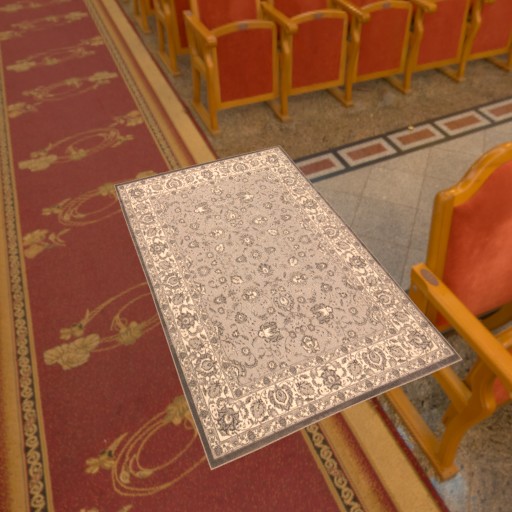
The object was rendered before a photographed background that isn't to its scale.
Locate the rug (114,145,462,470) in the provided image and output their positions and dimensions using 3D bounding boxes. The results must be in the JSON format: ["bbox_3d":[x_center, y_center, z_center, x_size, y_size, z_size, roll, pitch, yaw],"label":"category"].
[{"bbox_3d":[0.000,0.000,3.097,1.524,0.011,2.438,-17,48,-16],"label":"rug"}]
